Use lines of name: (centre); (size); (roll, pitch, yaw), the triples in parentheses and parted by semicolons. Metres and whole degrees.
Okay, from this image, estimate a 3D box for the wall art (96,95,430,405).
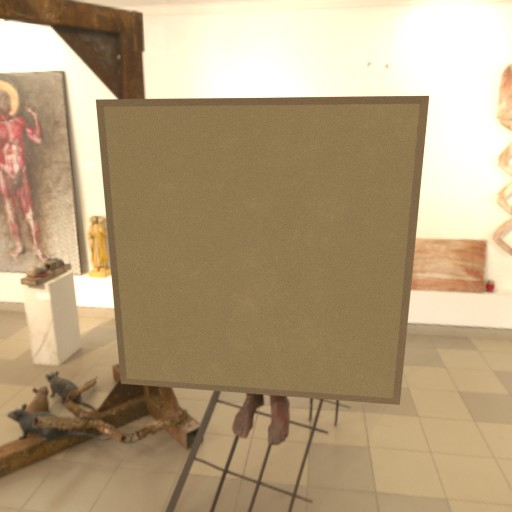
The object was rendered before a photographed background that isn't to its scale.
wall art: (0.000, 0.000, 0.754); (0.508, 0.506, 0.038); (2, 15, 7)
